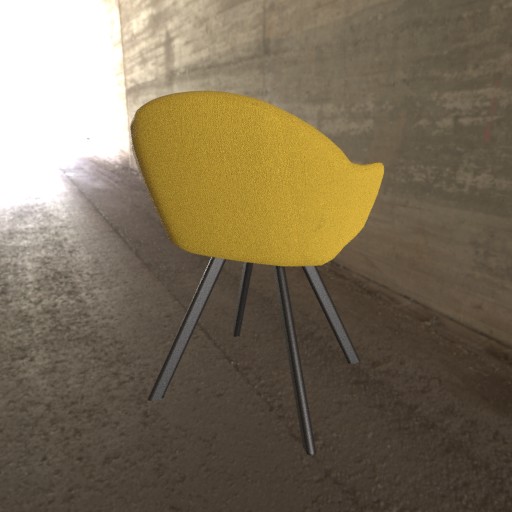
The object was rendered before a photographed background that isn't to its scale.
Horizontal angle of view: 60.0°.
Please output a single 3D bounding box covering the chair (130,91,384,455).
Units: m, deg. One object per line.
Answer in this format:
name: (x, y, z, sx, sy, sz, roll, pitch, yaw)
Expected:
chair: (0.000, 0.000, 1.151, 0.545, 0.775, 0.565, 8, 18, 26)
